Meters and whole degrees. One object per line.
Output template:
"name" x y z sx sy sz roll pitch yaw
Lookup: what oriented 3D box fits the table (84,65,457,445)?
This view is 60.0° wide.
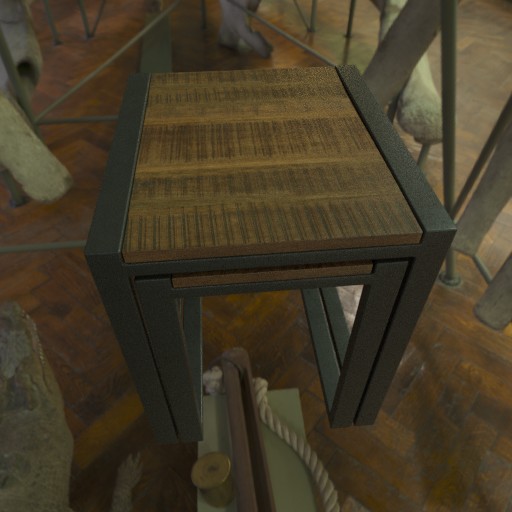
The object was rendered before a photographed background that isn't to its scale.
"table" 0.000 0.000 0.895 0.449 0.550 0.500 -4 45 -4
